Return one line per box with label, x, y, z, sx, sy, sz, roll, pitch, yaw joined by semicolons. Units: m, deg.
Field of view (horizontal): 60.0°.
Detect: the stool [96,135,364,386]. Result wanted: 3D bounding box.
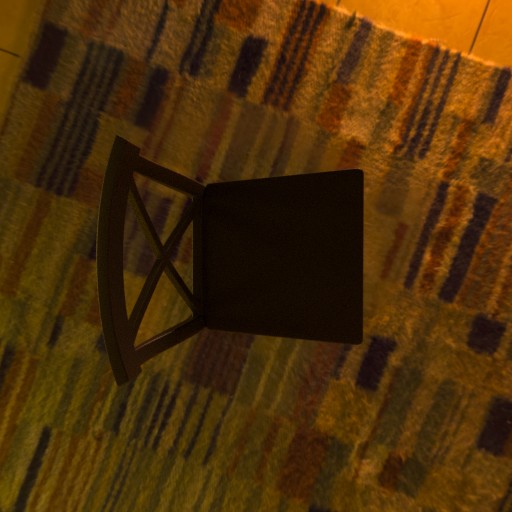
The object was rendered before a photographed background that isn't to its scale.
stool;0.000;0.000;1.269;0.559;0.989;0.452;0;91;0
